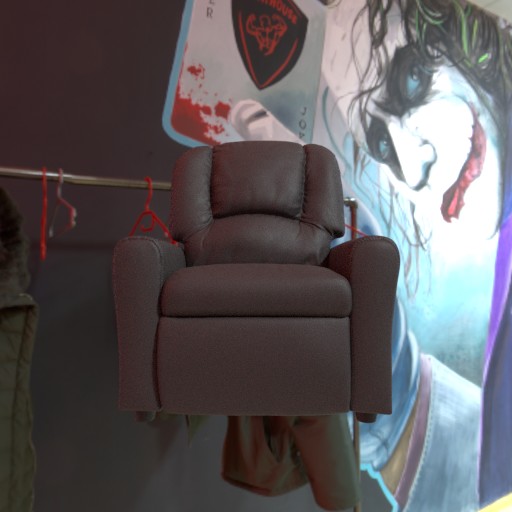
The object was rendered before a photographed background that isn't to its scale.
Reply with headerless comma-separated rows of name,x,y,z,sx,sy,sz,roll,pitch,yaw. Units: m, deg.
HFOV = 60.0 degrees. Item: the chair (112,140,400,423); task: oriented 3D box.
chair,0.000,0.000,1.145,0.610,0.709,0.521,0,-1,1
